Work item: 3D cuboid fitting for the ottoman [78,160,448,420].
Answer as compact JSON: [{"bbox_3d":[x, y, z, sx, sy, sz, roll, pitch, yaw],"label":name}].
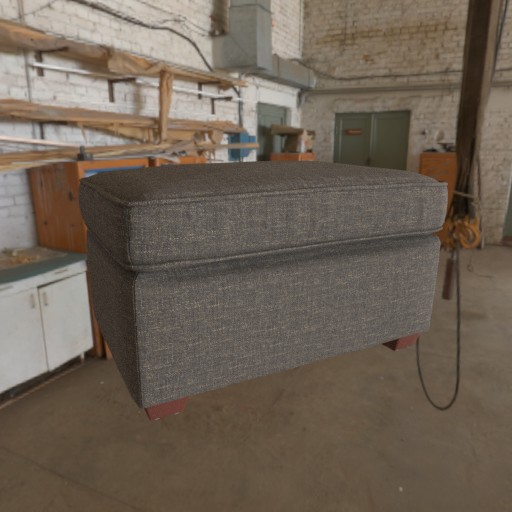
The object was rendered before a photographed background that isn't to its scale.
[{"bbox_3d":[0.000,0.000,1.089,0.749,0.450,0.549,-7,16,-27],"label":"ottoman"}]
